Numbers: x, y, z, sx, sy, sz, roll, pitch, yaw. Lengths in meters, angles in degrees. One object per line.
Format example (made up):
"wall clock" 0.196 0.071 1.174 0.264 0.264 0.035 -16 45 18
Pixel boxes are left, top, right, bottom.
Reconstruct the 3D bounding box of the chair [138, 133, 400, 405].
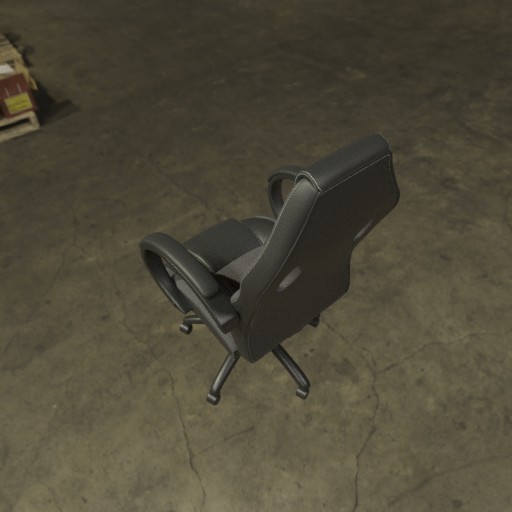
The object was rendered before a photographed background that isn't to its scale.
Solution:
"chair" 0.000 0.000 1.610 0.673 1.187 0.724 -32 54 -27
